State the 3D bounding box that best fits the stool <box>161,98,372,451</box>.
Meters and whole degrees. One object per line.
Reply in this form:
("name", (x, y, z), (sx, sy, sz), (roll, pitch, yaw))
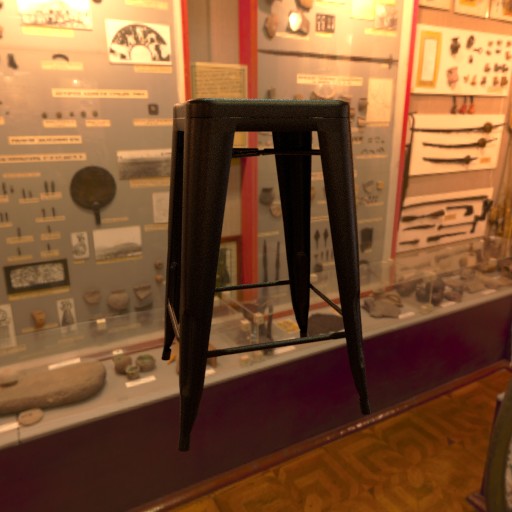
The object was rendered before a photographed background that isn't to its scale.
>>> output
("stool", (0.000, 0.000, 0.927), (0.455, 0.609, 0.423), (-9, 19, -26))
